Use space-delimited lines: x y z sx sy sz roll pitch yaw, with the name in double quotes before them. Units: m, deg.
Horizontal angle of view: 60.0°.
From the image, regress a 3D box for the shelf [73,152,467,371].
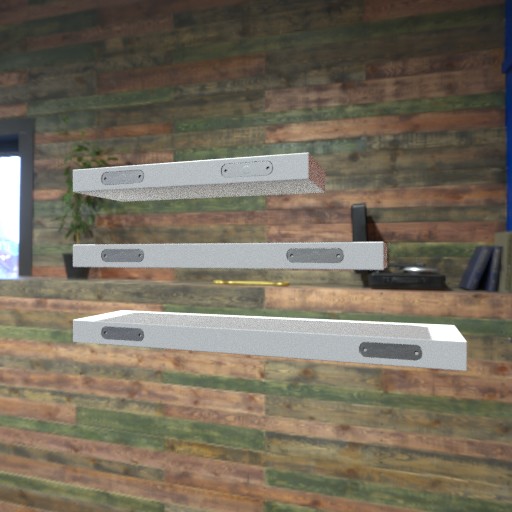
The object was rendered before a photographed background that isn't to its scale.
"shelf" 0.000 0.000 0.724 0.610 0.293 0.140 0 0 18
